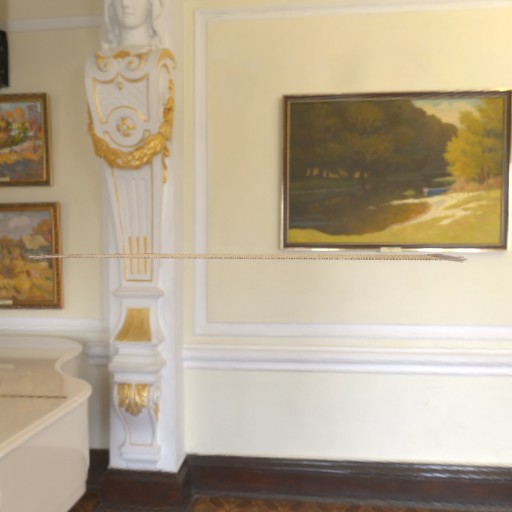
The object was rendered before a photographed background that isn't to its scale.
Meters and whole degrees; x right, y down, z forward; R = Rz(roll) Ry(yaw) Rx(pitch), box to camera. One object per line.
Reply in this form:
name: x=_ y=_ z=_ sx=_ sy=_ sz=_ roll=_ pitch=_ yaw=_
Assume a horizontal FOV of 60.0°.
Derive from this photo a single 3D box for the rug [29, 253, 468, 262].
rug: x=0.000 y=0.000 z=2.488 sx=2.021 sy=0.027 sz=1.224 roll=0 pitch=1 yaw=18
